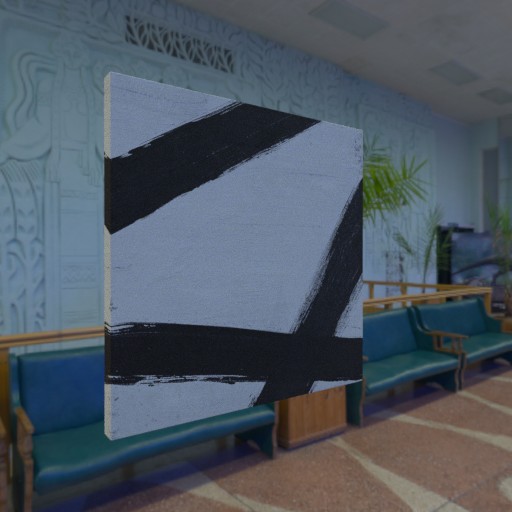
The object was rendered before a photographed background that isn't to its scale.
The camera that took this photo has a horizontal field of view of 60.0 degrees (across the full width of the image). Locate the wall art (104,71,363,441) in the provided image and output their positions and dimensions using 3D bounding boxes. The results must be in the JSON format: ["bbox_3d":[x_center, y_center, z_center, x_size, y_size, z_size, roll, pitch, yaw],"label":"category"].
[{"bbox_3d":[0.000,0.000,1.154,0.765,0.765,0.046,0,0,-35],"label":"wall art"}]
